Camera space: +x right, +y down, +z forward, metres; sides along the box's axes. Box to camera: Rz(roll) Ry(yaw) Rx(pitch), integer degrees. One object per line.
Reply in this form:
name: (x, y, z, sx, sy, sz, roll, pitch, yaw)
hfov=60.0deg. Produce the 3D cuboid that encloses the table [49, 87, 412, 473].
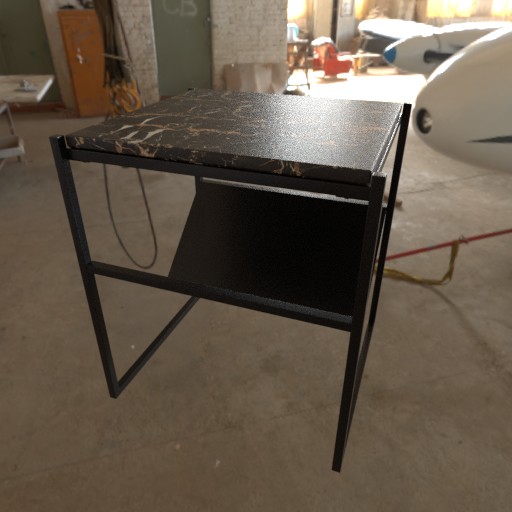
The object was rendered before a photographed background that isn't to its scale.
table: (0.000, 0.000, 0.868, 0.469, 0.534, 0.432, 11, 32, 18)
